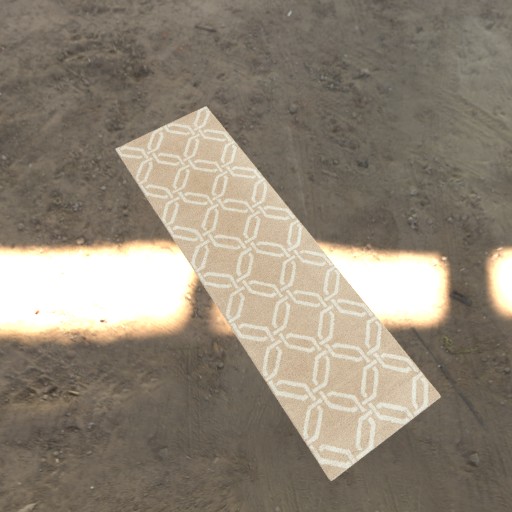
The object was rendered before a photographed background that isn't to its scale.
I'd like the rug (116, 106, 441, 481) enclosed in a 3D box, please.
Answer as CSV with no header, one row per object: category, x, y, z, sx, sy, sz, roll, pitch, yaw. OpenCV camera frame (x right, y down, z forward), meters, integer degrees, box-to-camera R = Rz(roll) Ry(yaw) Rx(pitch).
rug,0.000,0.000,2.508,0.678,0.014,2.276,-30,67,-14
